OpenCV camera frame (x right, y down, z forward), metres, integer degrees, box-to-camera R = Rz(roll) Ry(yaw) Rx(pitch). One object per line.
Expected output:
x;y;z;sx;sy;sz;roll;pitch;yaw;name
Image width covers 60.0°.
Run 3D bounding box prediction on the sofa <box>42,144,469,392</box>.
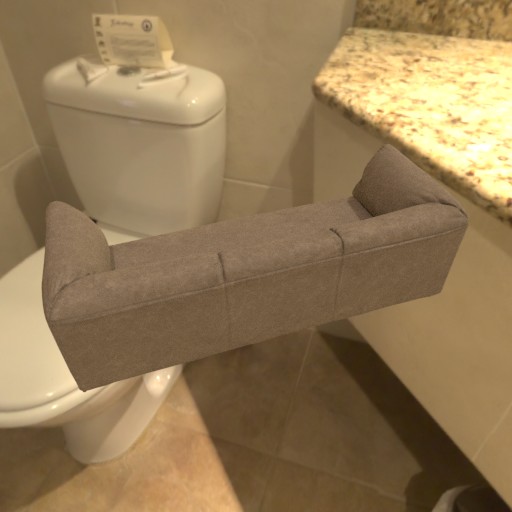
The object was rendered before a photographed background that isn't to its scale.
0.000;0.000;2.662;2.238;0.758;0.899;-13;43;-14;sofa
